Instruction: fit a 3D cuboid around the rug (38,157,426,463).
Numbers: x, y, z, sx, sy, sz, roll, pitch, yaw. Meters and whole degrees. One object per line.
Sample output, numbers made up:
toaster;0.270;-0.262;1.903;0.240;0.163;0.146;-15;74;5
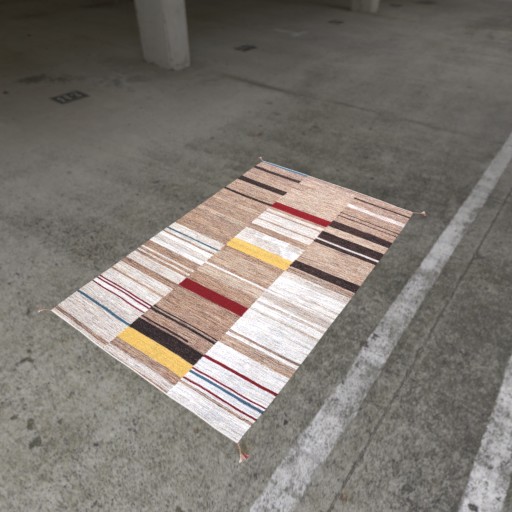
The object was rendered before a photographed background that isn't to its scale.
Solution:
rug;0.000;0.000;2.446;1.268;0.007;1.918;25;47;26
